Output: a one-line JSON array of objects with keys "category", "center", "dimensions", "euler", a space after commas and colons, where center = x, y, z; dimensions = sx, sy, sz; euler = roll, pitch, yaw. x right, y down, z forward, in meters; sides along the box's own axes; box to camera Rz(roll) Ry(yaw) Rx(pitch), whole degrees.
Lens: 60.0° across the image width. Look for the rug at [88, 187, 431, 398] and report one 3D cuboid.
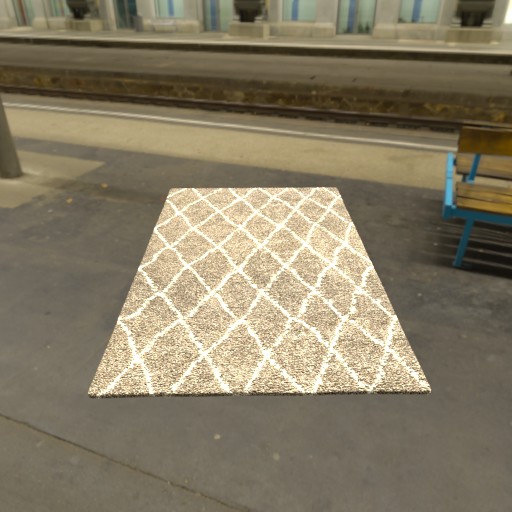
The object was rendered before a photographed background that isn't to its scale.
[{"category": "rug", "center": [0.000, 0.000, 3.007], "dimensions": [1.524, 0.030, 2.438], "euler": [0, 30, -1]}]
